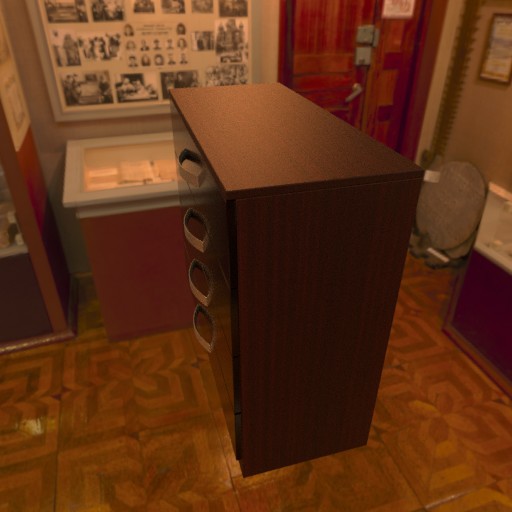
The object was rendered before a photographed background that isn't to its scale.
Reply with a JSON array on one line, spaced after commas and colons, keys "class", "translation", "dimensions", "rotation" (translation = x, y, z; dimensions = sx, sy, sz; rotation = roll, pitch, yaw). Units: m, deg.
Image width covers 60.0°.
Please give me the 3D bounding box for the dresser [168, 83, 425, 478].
[{"class": "dresser", "translation": [0.000, 0.000, 1.176], "dimensions": [0.360, 0.720, 0.750], "rotation": [-9, 33, -13]}]
